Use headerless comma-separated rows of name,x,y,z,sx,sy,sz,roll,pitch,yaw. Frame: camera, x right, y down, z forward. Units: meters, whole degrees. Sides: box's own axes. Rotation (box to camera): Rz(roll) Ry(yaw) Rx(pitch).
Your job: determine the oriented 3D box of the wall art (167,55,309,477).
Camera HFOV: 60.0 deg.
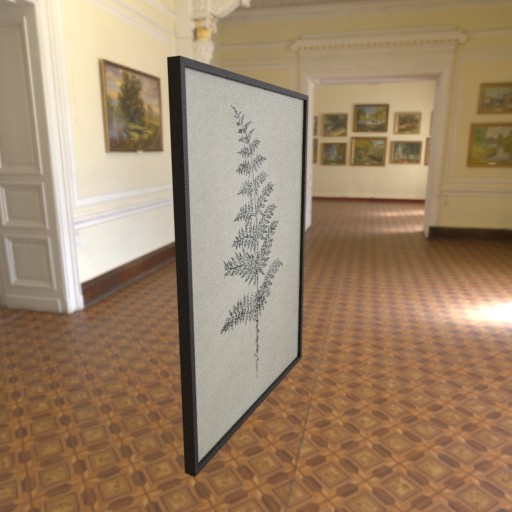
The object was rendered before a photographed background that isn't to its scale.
wall art,0.000,0.000,1.444,0.036,1.070,0.802,7,15,26
